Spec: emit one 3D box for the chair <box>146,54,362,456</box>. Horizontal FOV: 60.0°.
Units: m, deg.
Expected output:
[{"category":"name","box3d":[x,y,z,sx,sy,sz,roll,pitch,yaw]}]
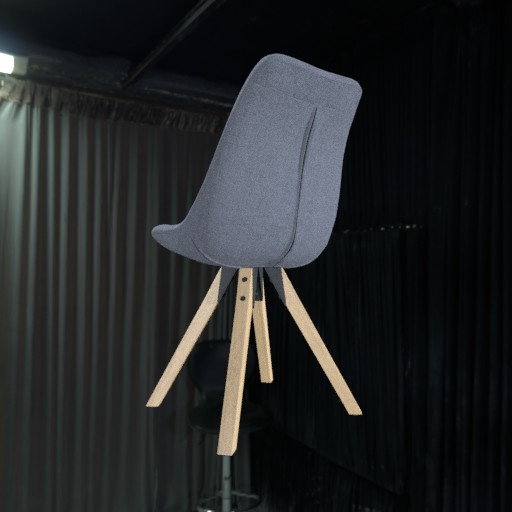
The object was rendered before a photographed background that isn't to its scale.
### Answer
[{"category":"chair","box3d":[0.000,0.000,1.209,0.485,0.850,0.550,0,-1,-37]}]
